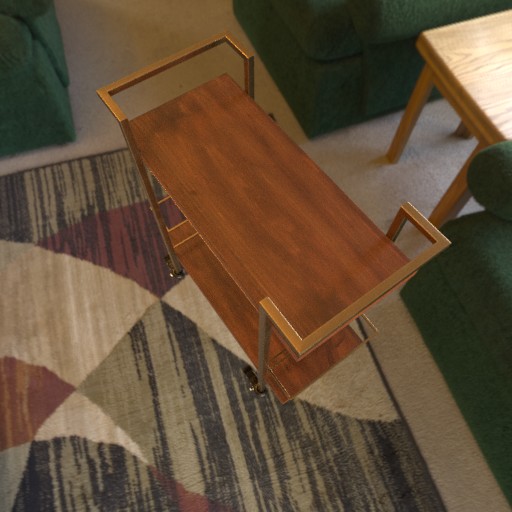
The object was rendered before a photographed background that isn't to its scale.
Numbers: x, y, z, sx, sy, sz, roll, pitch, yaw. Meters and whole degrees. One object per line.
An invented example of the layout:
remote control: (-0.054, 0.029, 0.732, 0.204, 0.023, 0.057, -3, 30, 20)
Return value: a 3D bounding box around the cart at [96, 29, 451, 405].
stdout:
cart: (0.000, 0.000, 1.199, 0.364, 0.807, 0.695, -33, 68, -15)
